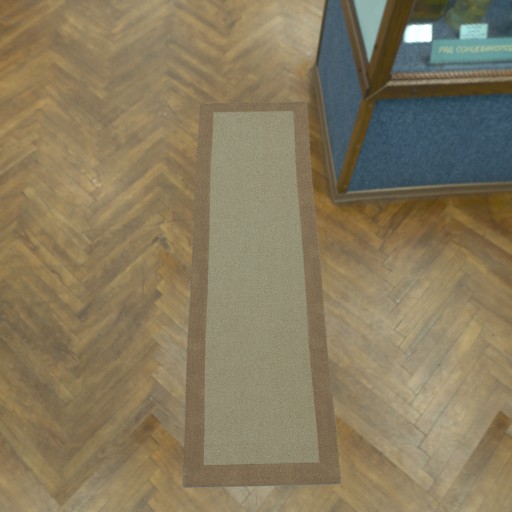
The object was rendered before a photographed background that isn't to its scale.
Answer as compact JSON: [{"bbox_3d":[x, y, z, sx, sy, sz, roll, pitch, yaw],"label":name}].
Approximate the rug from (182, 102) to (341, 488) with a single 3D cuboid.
[{"bbox_3d":[0.000,0.000,2.634,0.767,0.012,2.430,-1,64,-1],"label":"rug"}]
